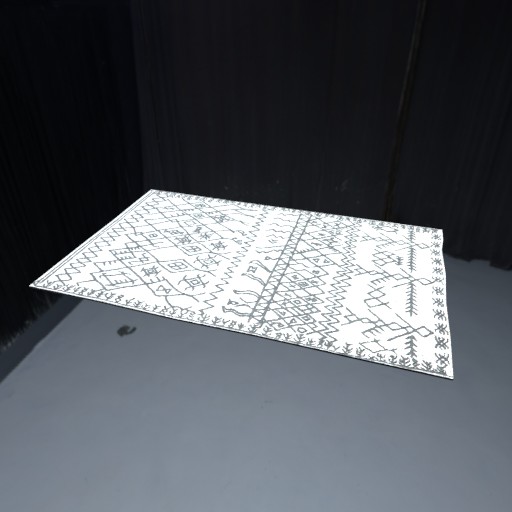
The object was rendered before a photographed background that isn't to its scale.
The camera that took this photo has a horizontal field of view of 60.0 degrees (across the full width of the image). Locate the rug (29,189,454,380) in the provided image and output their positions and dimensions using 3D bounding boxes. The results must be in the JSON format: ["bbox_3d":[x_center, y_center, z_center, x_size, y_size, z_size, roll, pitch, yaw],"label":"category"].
[{"bbox_3d":[0.000,0.000,3.019,2.444,0.012,1.530,10,34,15],"label":"rug"}]
